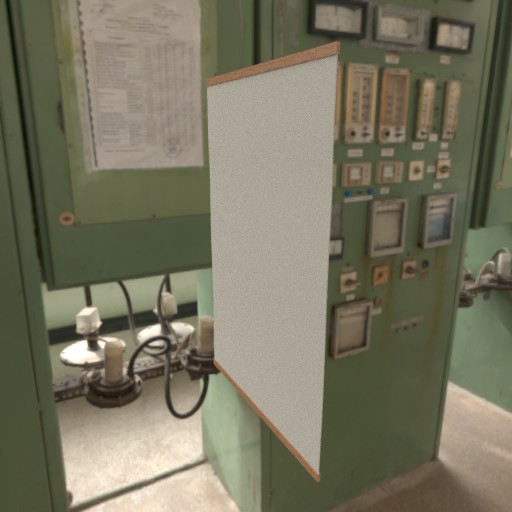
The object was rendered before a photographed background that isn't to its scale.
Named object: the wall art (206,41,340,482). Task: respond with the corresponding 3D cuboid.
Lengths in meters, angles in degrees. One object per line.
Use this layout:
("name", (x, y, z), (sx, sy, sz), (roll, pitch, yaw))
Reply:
("wall art", (0.000, 0.000, 1.910), (0.019, 1.527, 1.019), (-8, 17, -27))
